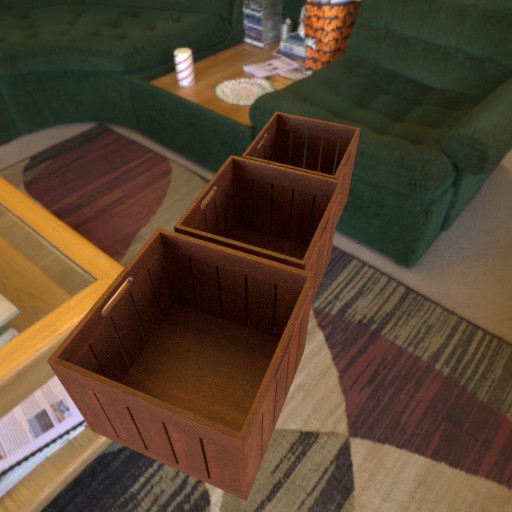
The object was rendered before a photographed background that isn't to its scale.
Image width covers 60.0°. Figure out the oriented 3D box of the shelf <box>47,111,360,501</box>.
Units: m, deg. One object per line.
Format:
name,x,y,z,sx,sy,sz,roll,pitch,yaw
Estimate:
shelf,0.000,0.000,1.214,0.393,0.311,1.064,16,48,15
